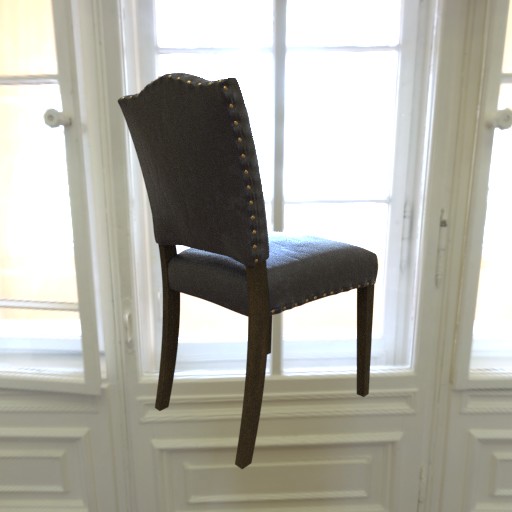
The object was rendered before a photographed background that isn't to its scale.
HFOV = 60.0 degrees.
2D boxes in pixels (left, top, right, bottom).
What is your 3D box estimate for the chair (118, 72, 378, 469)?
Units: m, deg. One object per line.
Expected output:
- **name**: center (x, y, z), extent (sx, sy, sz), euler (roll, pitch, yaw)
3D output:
- **chair**: center (0.000, 0.000, 1.363), extent (0.500, 0.991, 0.633), euler (12, 18, 43)
